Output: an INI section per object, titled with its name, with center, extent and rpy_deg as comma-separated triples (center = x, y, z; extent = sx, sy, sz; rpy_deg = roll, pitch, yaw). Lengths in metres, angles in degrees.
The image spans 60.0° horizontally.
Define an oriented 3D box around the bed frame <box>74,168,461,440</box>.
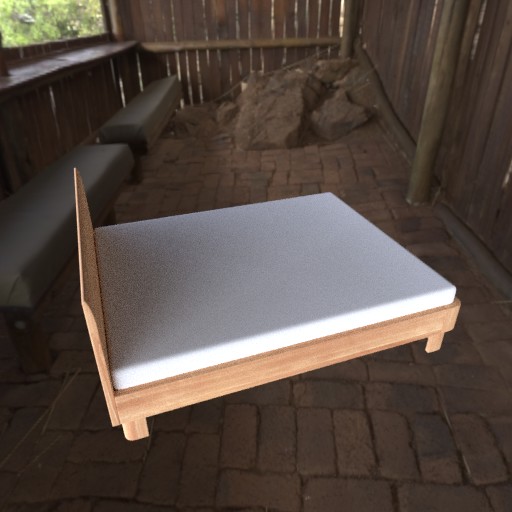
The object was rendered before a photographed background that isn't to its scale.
[bed frame]
center = 0.000, 0.000, 2.979
extent = 2.092, 0.940, 1.660
rpy_deg = -11, 33, -17
